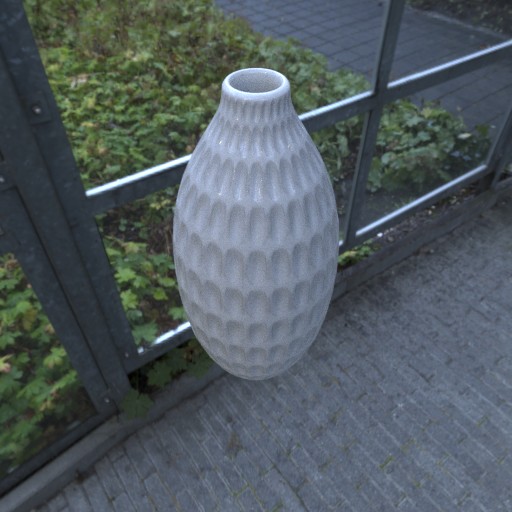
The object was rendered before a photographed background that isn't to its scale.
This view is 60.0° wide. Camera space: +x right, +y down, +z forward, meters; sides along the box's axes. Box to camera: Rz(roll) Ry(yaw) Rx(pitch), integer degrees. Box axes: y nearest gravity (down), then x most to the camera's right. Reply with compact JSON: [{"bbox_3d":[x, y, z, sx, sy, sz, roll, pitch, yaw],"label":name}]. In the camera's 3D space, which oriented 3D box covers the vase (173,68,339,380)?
[{"bbox_3d":[0.000,0.000,0.350,0.127,0.282,0.127,0,45,0],"label":"vase"}]
